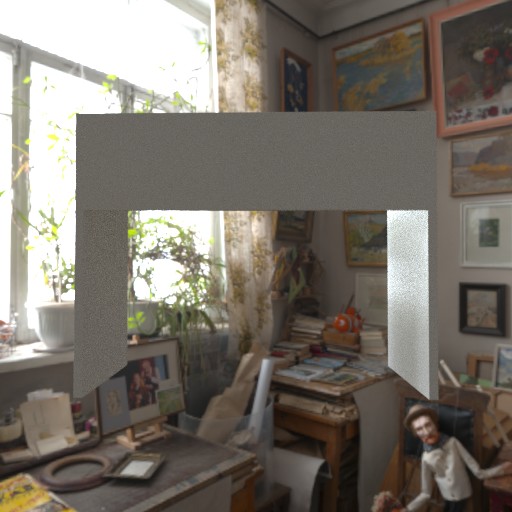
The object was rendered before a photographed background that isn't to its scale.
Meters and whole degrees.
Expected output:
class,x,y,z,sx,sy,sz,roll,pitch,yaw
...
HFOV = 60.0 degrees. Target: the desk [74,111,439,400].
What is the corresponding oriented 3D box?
class,x,y,z,sx,sy,sz,roll,pitch,yaw
desk,0.000,0.000,1.421,1.000,0.790,0.400,0,-1,1
